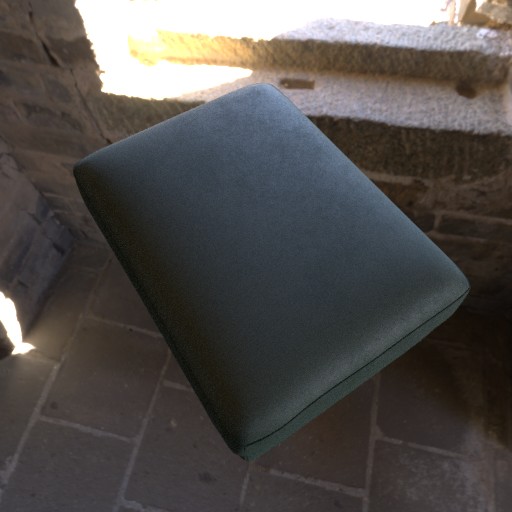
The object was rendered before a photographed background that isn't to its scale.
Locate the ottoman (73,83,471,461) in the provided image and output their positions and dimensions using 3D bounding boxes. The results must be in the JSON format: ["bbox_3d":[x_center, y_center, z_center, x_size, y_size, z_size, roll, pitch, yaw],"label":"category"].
[{"bbox_3d":[0.000,0.000,1.141,0.608,0.449,0.811,-30,64,-16],"label":"ottoman"}]
